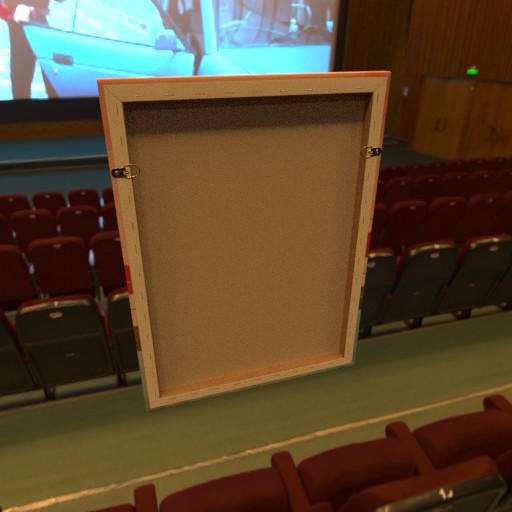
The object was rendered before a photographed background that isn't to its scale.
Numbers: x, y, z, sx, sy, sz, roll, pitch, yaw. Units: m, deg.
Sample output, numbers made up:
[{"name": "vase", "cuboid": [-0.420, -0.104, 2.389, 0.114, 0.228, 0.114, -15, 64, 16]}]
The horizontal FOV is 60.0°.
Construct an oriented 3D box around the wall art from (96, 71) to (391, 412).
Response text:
[{"name": "wall art", "cuboid": [0.000, 0.000, 1.339, 0.761, 1.016, 0.039, -8, 28, -16]}]
